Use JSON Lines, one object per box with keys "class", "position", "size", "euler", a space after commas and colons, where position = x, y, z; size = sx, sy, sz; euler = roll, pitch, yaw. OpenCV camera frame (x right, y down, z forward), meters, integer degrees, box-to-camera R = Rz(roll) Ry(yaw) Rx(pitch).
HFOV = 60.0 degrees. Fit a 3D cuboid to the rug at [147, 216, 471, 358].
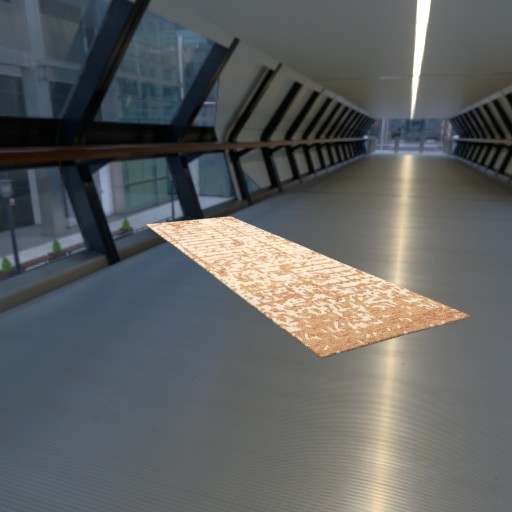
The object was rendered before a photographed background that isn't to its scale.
{"class": "rug", "position": [0.000, 0.000, 2.707], "size": [0.750, 0.011, 2.435], "euler": [-8, 18, -26]}
